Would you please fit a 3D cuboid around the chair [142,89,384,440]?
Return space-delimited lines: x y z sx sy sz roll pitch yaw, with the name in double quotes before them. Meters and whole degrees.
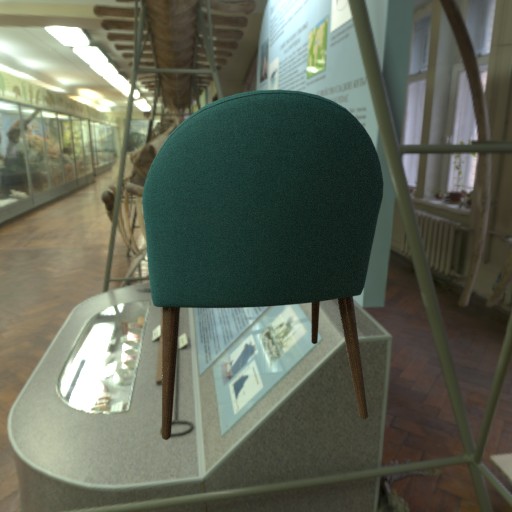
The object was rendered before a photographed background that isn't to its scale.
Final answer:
"chair" 0.000 0.000 1.376 0.656 0.907 0.652 -2 15 -9
